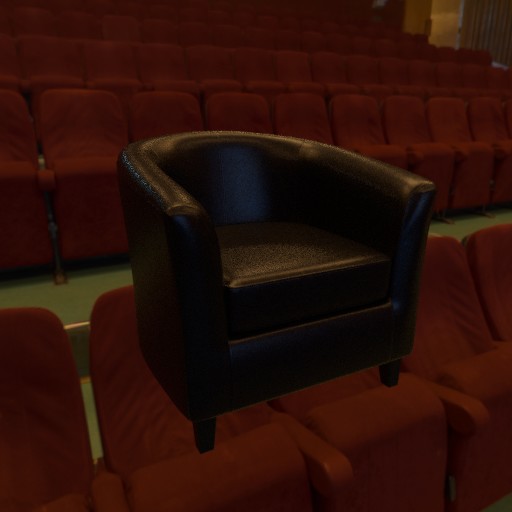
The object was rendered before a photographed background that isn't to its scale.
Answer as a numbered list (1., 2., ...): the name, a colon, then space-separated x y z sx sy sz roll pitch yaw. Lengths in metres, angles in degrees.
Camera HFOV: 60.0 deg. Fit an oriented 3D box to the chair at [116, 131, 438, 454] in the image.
1. chair: 0.000 0.000 1.412 0.793 0.756 0.727 -9 19 -26
